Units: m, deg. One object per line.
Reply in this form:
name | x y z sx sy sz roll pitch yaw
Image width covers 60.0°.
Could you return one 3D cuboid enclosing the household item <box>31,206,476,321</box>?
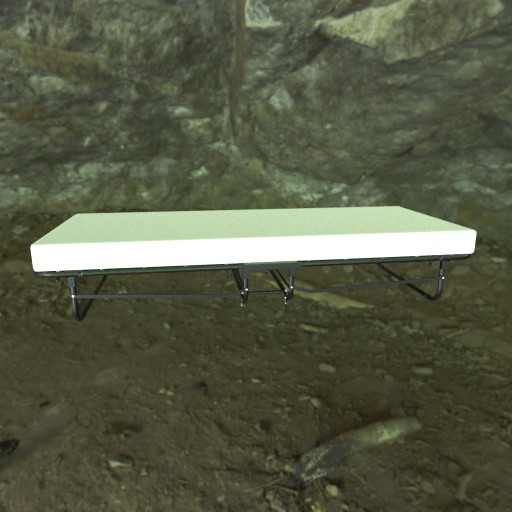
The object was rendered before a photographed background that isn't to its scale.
household item | 0.000 0.000 2.211 1.905 0.356 0.787 -2 15 -9
